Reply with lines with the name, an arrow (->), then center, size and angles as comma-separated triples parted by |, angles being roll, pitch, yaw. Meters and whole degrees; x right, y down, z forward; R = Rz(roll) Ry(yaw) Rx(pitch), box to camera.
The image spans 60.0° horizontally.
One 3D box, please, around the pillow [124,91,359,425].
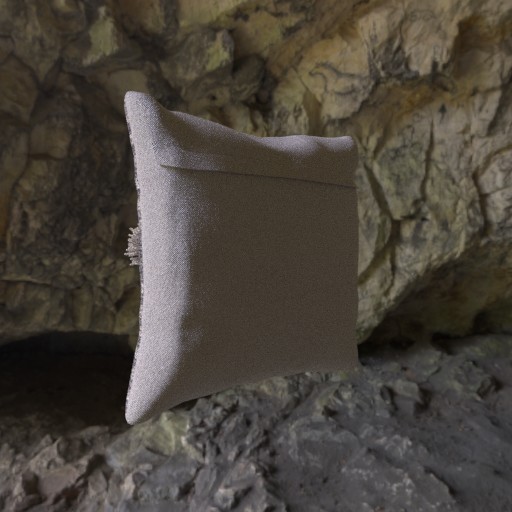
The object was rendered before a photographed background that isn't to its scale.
pillow -> 0.000, 0.000, 0.794 | 0.484, 0.490, 0.234 | -1, 1, -36
